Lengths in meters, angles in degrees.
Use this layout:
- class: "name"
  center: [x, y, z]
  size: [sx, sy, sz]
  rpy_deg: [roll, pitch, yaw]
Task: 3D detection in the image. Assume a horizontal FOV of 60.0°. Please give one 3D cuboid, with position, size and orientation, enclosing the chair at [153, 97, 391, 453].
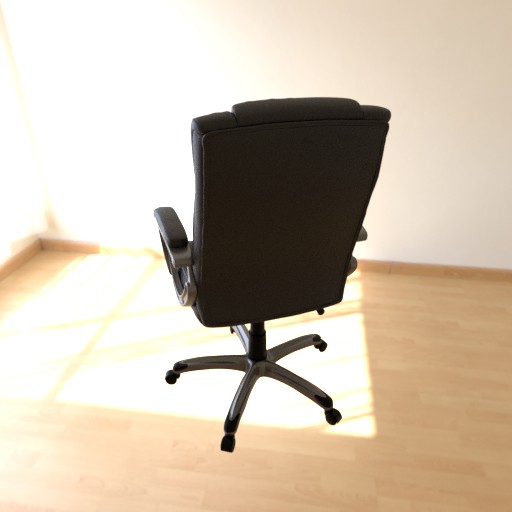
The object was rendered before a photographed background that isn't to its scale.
- class: "chair"
  center: [0.000, 0.000, 1.562]
  size: [0.721, 1.130, 0.719]
  rpy_deg: [-8, 28, -15]
